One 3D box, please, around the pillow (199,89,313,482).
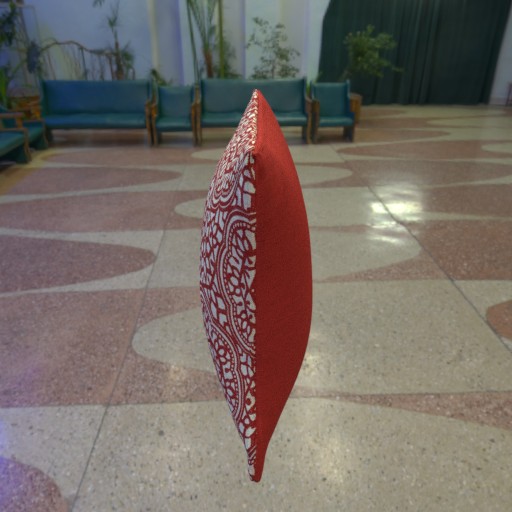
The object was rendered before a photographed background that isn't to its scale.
[{"bbox_3d":[0.000,0.000,0.654,0.162,0.419,0.438,0,27,0],"label":"pillow"}]
